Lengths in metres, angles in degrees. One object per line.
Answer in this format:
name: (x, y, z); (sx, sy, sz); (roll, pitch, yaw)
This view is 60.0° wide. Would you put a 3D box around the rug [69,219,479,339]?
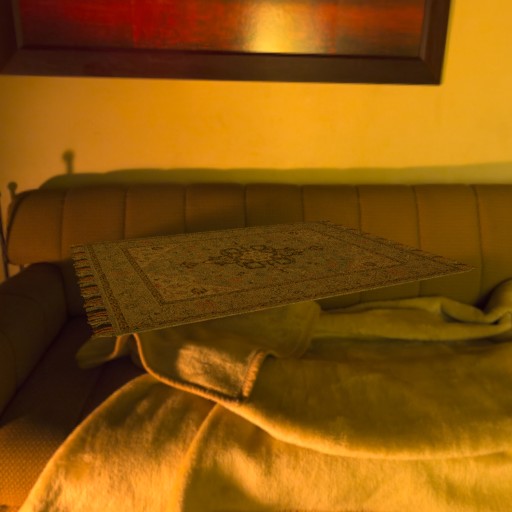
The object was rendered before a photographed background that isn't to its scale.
rug: (0.000, 0.000, 3.505); (2.651, 0.010, 1.971); (-7, 18, -24)
